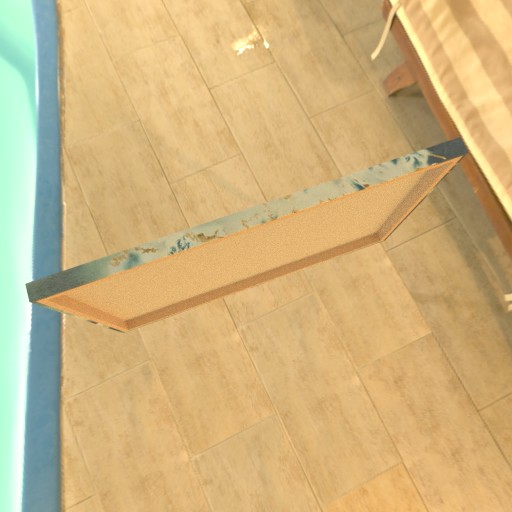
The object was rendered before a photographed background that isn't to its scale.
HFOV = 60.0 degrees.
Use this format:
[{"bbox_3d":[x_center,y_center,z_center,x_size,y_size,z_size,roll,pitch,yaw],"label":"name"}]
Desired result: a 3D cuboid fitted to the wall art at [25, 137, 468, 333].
[{"bbox_3d":[0.000,0.000,1.164,0.912,0.608,0.038,-19,76,-5],"label":"wall art"}]
